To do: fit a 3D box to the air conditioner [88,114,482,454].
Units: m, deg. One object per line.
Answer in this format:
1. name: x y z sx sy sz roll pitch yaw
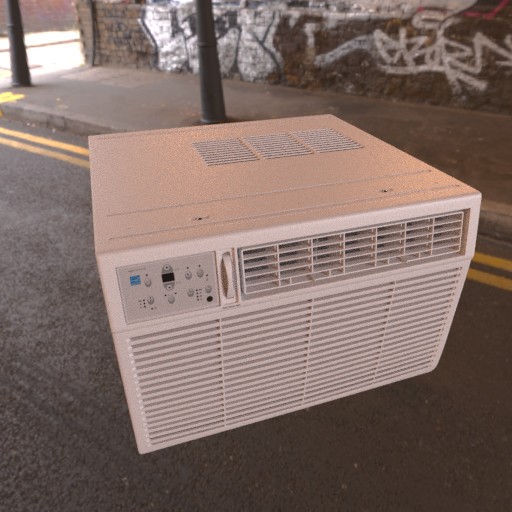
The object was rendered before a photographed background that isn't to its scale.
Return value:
1. air conditioner: 0.000 0.000 1.022 0.645 0.455 0.599 -10 33 -16
